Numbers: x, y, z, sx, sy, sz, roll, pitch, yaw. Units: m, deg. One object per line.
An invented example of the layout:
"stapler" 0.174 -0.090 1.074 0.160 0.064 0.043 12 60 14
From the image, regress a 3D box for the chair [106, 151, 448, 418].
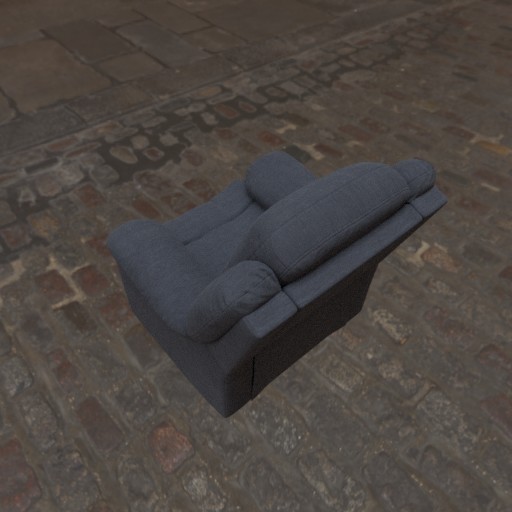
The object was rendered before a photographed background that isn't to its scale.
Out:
"chair" 0.000 0.000 1.715 0.899 1.008 0.944 -32 54 -27
